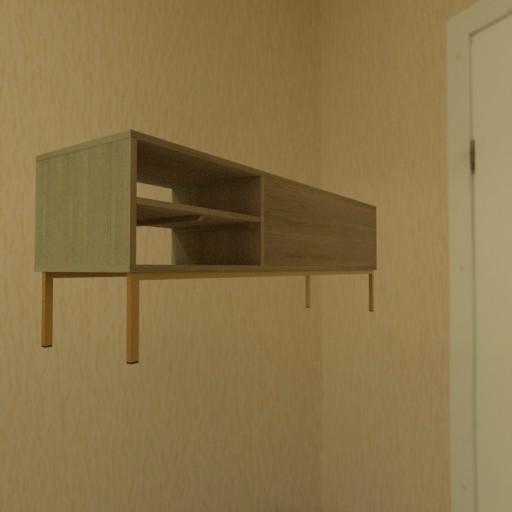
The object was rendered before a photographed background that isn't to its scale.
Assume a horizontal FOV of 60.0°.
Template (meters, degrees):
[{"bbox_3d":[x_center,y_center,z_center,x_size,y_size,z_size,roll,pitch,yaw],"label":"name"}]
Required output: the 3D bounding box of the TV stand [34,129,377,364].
[{"bbox_3d":[0.000,0.000,1.800,0.420,0.550,1.600,-1,-2,35],"label":"TV stand"}]
